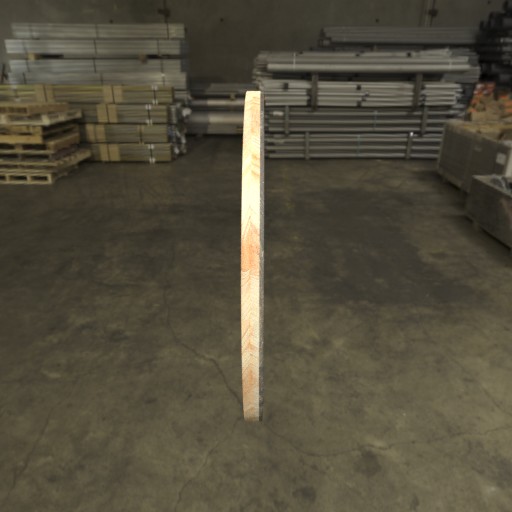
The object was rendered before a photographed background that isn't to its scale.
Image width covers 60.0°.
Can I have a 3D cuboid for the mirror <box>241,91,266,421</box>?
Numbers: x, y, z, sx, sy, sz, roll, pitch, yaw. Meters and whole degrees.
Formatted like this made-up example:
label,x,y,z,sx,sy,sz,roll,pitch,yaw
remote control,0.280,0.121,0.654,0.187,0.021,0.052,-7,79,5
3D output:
label,x,y,z,sx,sy,sz,roll,pitch,yaw
mirror,0.000,0.000,1.020,0.038,0.710,0.710,0,25,1
